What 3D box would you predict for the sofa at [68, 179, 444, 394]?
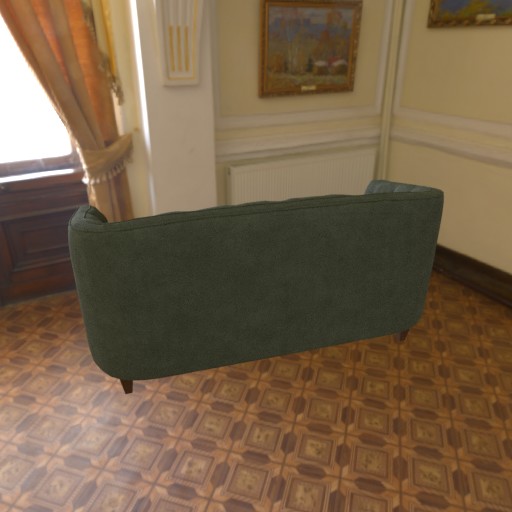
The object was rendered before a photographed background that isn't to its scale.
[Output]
[{"bbox_3d":[0.000,0.000,2.324,1.733,0.855,0.941,-7,27,-15],"label":"sofa"}]
